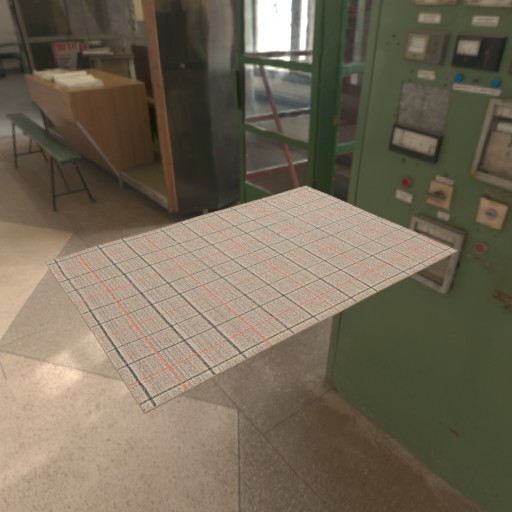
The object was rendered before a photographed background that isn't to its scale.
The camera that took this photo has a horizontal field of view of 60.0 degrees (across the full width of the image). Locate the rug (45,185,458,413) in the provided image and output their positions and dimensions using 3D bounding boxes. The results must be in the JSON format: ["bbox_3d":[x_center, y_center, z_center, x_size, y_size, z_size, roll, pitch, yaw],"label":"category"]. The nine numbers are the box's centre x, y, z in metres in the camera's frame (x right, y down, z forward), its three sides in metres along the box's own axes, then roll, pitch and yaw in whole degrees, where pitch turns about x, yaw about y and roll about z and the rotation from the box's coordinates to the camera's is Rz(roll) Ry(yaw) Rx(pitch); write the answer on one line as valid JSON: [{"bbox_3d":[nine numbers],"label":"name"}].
[{"bbox_3d":[0.000,0.000,2.358,1.829,0.013,1.220,-20,36,-31],"label":"rug"}]
